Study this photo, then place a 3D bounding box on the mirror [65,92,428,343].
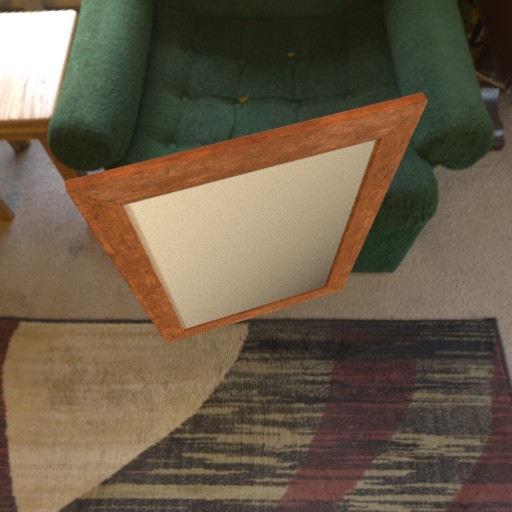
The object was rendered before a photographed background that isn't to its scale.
[{"bbox_3d":[0.000,0.000,1.423,0.796,1.099,0.028,-16,64,-8],"label":"mirror"}]
